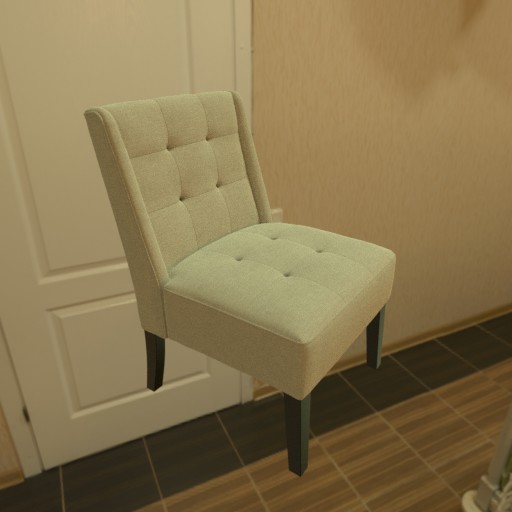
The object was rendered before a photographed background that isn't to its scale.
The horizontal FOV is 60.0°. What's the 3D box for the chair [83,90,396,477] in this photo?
[{"bbox_3d":[0.000,0.000,1.297,0.676,0.853,0.569,17,30,32],"label":"chair"}]
